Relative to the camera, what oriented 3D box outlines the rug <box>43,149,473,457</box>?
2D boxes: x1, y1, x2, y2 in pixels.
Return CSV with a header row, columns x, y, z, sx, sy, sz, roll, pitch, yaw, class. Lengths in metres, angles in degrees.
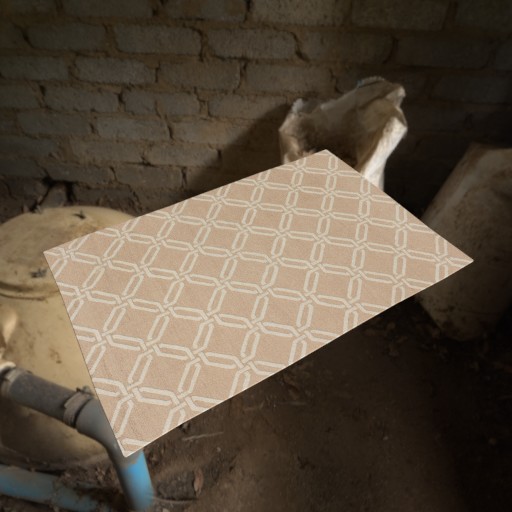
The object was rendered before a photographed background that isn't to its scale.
x,y,z,sx,sy,sz,roll,pitch,yaw,class
0.000,0.000,2.128,1.745,0.010,1.146,-24,50,-21,rug
